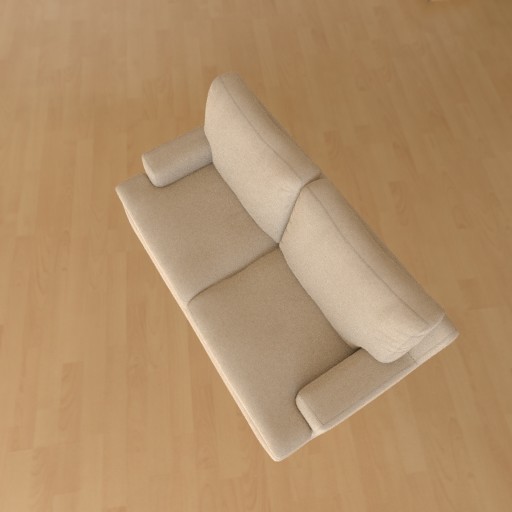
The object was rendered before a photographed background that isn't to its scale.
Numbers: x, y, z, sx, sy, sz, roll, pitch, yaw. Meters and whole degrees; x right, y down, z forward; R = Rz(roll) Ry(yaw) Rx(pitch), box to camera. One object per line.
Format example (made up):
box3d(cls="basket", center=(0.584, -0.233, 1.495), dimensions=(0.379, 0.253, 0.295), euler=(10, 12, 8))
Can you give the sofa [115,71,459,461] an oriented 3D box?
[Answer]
box3d(cls="sofa", center=(0.000, 0.000, 2.441), dimensions=(0.962, 0.967, 1.885), euler=(-30, 67, -14))
